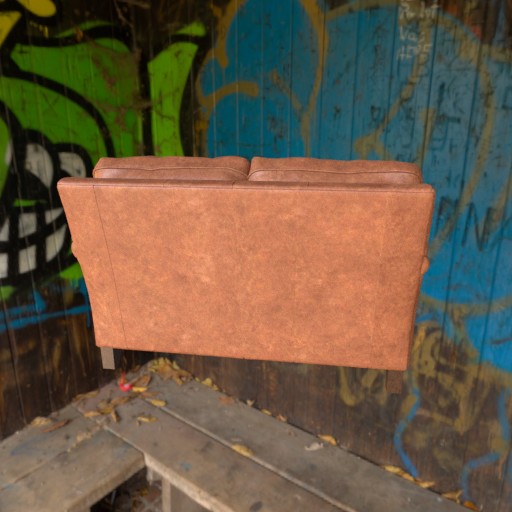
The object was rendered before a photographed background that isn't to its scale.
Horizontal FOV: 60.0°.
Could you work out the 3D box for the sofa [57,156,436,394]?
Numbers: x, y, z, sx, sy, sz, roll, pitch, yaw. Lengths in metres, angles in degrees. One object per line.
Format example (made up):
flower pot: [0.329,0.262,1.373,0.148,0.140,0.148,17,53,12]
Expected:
sofa: [0.000,0.000,2.230,1.527,1.004,1.077,3,17,8]
